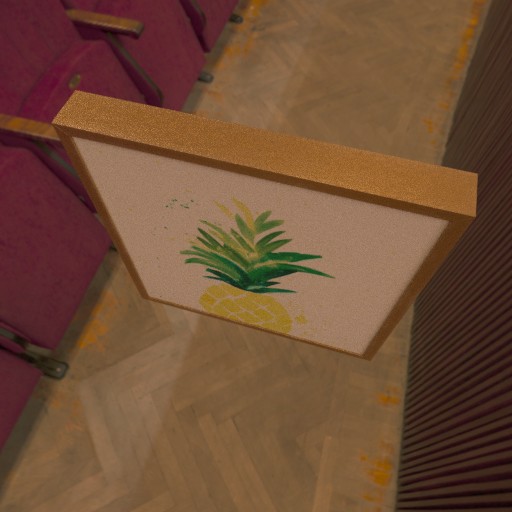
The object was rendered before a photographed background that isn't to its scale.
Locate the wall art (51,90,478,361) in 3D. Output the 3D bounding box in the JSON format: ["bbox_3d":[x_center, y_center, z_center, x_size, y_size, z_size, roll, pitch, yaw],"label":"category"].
[{"bbox_3d":[0.000,0.000,0.447,0.306,0.305,0.038,14,60,8],"label":"wall art"}]
